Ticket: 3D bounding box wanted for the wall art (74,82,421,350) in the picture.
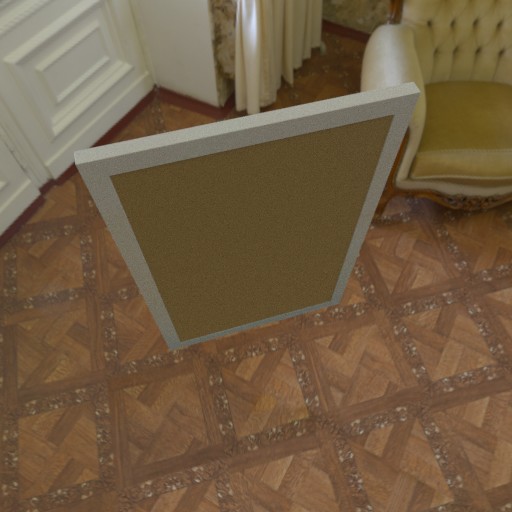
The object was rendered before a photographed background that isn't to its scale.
[{"bbox_3d":[0.000,0.000,1.443,0.764,1.143,0.038,-14,60,-8],"label":"wall art"}]
